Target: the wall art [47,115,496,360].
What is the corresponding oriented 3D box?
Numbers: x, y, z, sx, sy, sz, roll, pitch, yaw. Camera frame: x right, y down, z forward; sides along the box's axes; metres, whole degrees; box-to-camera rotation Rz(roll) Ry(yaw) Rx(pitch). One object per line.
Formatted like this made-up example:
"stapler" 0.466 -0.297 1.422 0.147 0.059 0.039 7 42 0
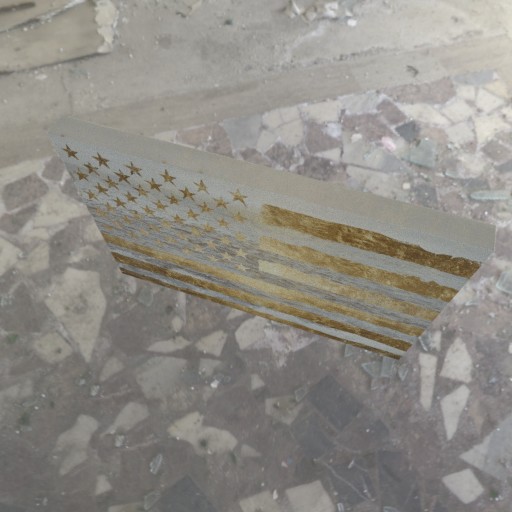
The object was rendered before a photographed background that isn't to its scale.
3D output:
"wall art" 0.000 0.000 0.755 0.606 0.407 0.041 16 60 10
